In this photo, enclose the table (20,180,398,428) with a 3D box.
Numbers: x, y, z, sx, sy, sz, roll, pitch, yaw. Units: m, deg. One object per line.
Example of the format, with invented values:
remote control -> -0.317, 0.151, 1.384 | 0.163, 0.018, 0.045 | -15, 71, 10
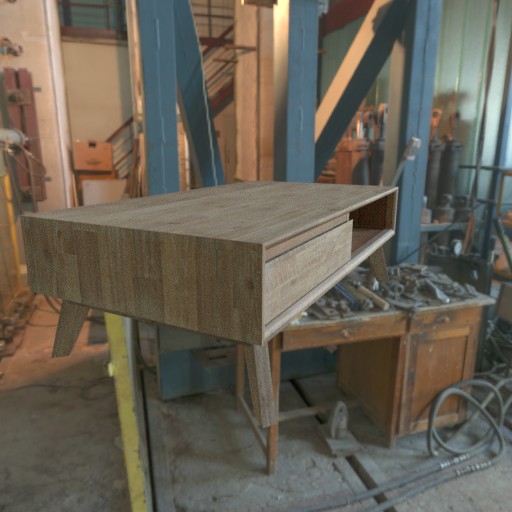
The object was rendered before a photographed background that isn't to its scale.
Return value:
table -> 0.000, 0.000, 2.016 | 0.918, 0.531, 1.619 | 8, 16, 27
